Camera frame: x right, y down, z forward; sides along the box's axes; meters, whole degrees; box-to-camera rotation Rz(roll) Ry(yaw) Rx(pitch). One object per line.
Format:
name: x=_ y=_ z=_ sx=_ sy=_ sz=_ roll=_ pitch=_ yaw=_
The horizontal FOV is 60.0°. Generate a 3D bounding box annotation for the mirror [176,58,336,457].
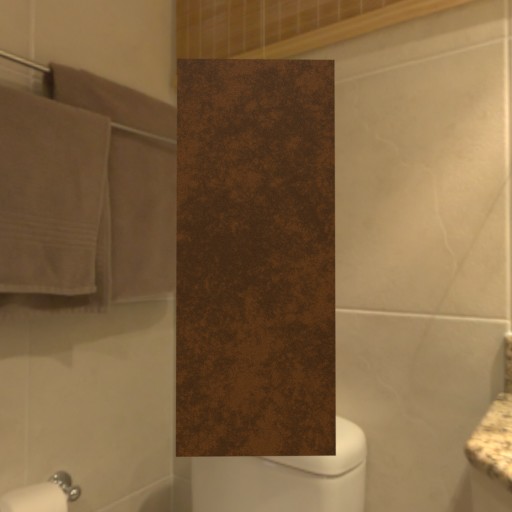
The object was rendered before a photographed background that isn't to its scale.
mirror: x=0.000 y=0.000 z=2.283 sx=0.812 sy=2.031 sz=0.032 roll=0 pitch=-1 yaw=-1
